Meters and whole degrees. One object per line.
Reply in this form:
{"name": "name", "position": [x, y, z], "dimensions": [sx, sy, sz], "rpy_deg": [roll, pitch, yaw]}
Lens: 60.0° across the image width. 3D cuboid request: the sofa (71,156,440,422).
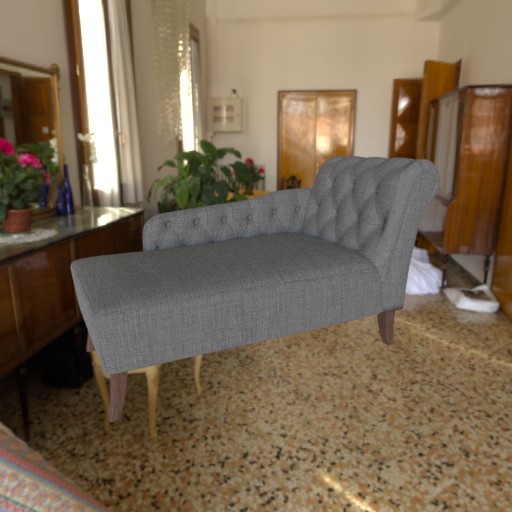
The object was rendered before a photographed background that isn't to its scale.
{"name": "sofa", "position": [0.000, 0.000, 1.832], "dimensions": [1.379, 0.787, 0.675], "rpy_deg": [-7, 16, -26]}
